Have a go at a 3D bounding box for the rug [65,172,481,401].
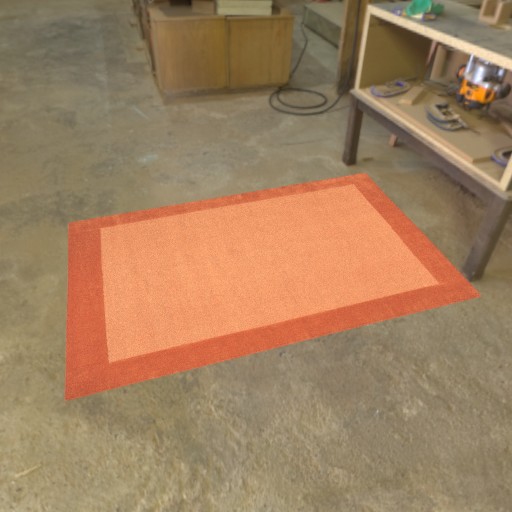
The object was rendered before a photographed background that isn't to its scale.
[{"bbox_3d":[0.000,0.000,3.002,2.438,0.014,1.524,-11,42,-13],"label":"rug"}]
